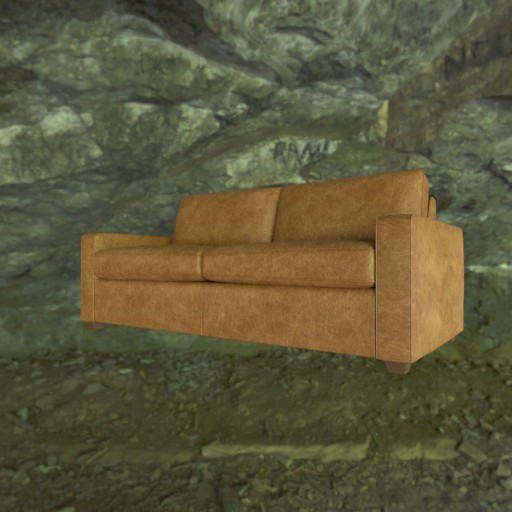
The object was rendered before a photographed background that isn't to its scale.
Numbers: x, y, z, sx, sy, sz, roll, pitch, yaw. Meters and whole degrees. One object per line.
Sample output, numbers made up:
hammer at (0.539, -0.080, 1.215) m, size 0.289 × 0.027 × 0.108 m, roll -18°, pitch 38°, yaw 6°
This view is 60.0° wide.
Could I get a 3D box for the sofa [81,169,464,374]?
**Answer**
sofa at (0.000, 0.000, 2.638) m, size 2.156 × 0.928 × 0.991 m, roll -1°, pitch -1°, yaw 35°
